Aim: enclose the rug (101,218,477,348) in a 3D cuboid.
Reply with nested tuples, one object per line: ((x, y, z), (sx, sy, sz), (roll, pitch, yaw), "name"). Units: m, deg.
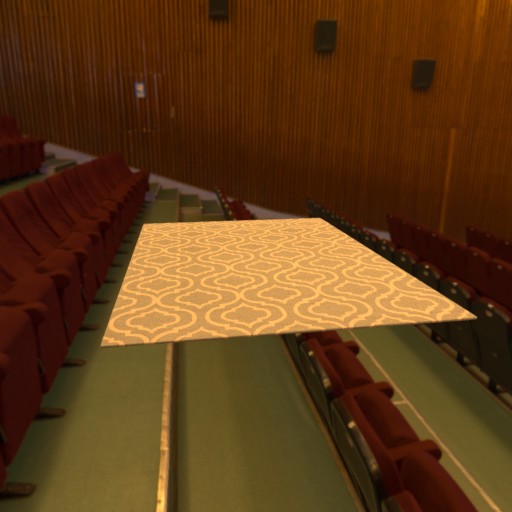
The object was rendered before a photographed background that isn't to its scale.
((0.000, 0.000, 2.640), (1.451, 0.010, 2.080), (-3, 16, -9), "rug")
